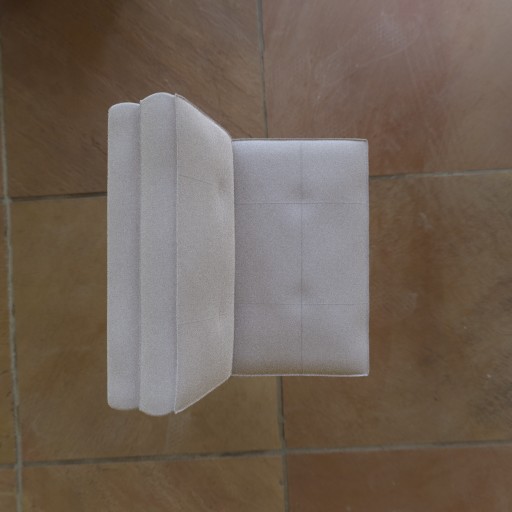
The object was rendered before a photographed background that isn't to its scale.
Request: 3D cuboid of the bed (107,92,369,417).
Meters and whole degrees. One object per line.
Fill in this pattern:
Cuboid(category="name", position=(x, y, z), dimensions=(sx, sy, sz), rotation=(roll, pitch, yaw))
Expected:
Cuboid(category="bed", position=(0.000, 0.000, 1.352), dimensions=(0.749, 0.614, 0.799), rotation=(0, 89, 2))
